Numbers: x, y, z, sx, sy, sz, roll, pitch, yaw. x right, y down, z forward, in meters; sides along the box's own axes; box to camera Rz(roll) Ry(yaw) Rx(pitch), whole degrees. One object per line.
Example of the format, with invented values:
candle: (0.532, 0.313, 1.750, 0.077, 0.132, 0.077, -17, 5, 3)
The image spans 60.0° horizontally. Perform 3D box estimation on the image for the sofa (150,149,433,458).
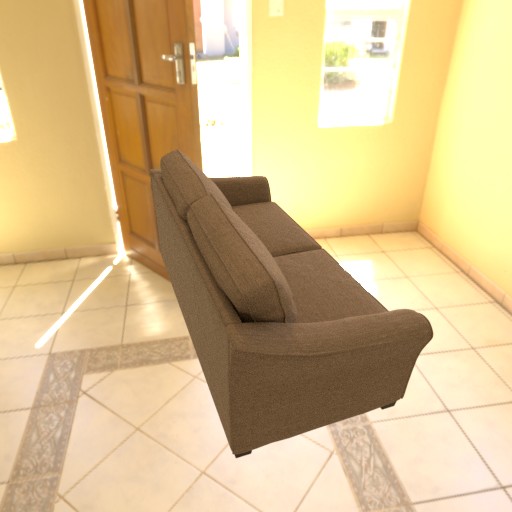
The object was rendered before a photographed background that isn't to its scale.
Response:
sofa: (0.000, 0.000, 2.826, 0.980, 0.965, 2.270, -10, 31, -17)
